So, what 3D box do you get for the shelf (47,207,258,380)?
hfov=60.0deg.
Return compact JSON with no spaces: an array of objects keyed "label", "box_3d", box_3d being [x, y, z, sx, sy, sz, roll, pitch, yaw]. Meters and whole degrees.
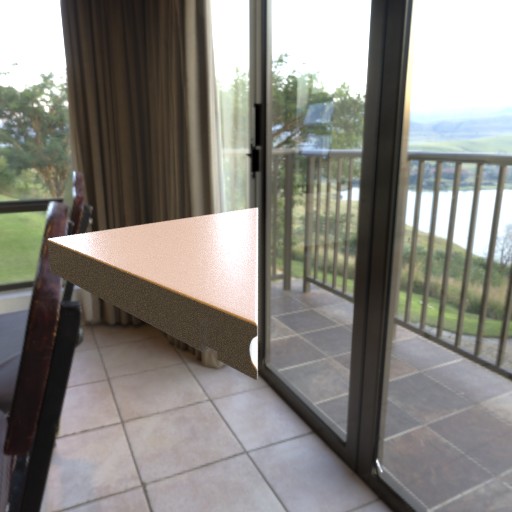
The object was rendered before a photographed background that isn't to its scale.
[{"label":"shelf","box_3d":[0.000,0.000,0.445,0.296,0.035,0.296,-14,21,-43]}]
